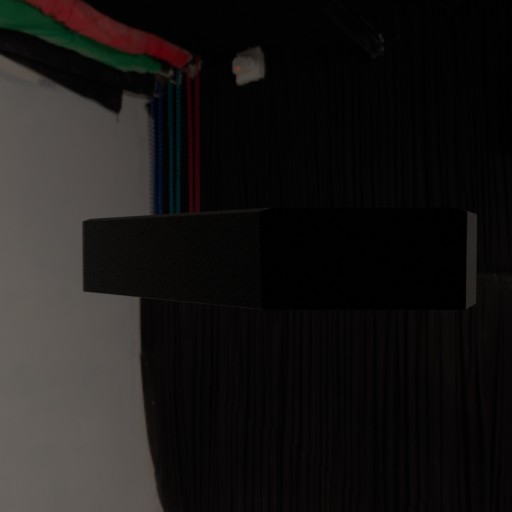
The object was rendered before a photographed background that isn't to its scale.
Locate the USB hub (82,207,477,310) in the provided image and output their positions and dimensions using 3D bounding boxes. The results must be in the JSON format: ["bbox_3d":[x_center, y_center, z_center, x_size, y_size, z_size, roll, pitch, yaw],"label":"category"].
[{"bbox_3d":[0.000,0.000,0.128,0.110,0.023,0.044,1,1,35],"label":"USB hub"}]
